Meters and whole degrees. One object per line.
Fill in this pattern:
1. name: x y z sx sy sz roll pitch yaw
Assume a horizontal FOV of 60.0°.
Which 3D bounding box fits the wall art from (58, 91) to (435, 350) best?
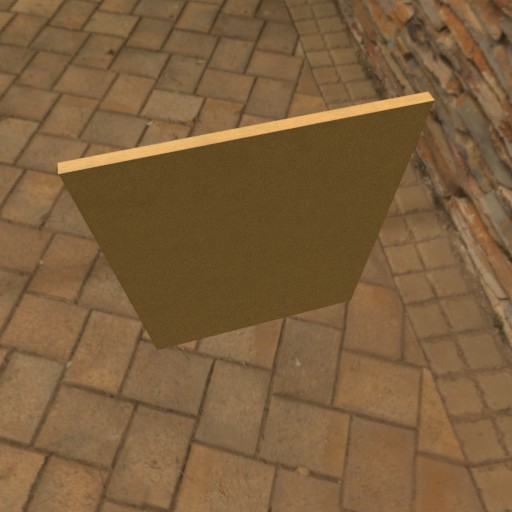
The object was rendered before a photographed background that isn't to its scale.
1. wall art: 0.000 0.000 1.344 0.798 1.002 0.030 -13 60 -8
